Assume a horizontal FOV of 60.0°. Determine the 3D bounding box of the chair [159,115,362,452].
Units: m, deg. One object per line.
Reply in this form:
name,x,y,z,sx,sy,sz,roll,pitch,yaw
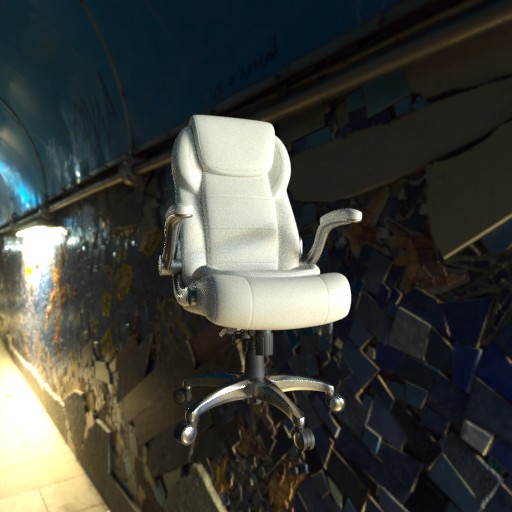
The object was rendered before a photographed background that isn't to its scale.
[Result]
chair,0.000,0.000,1.851,0.755,1.330,0.806,0,0,-19
